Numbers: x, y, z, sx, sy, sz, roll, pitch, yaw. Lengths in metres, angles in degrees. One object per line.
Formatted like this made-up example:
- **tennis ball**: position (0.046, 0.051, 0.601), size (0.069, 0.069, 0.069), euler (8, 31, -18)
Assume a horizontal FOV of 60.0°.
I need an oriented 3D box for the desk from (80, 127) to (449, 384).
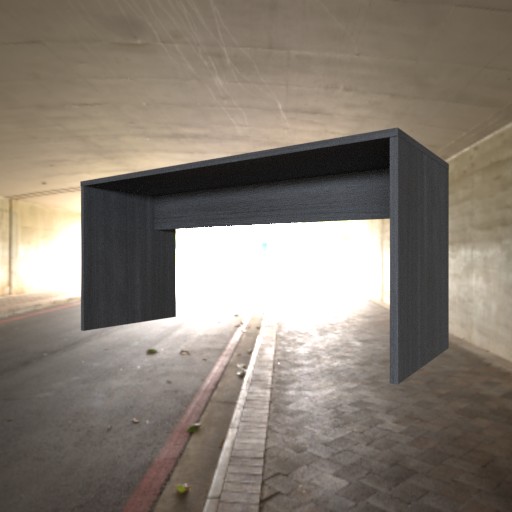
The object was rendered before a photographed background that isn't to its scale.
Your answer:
- **desk**: position (0.000, 0.000, 2.084), size (1.600, 0.750, 0.802), euler (0, 0, 36)
